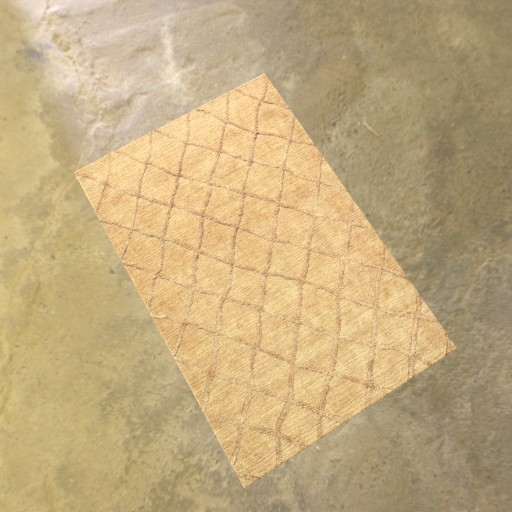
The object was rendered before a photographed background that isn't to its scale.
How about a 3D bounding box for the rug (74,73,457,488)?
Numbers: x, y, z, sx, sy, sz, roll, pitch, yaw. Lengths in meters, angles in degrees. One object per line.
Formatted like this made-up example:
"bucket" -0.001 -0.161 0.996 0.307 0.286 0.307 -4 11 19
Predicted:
"rug" 0.000 0.000 2.886 1.528 0.014 2.292 -30 77 -7
